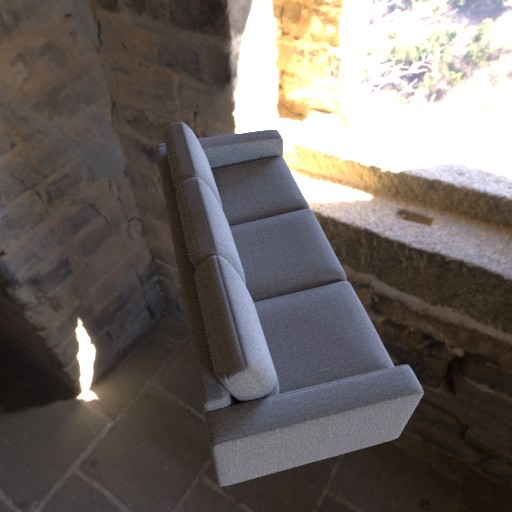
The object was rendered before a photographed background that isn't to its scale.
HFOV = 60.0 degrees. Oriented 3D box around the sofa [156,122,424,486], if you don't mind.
[{"bbox_3d":[0.000,0.000,2.535,0.900,0.800,2.120,-11,47,-10],"label":"sofa"}]
